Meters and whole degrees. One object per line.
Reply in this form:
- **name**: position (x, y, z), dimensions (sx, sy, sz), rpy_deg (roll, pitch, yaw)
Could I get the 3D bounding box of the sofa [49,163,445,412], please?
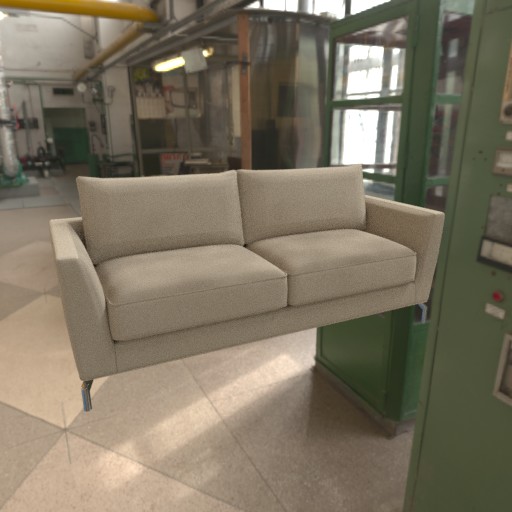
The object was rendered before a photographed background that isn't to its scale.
- **sofa**: position (0.000, 0.000, 2.684), dimensions (2.214, 1.005, 0.868), rpy_deg (-8, 19, -25)
